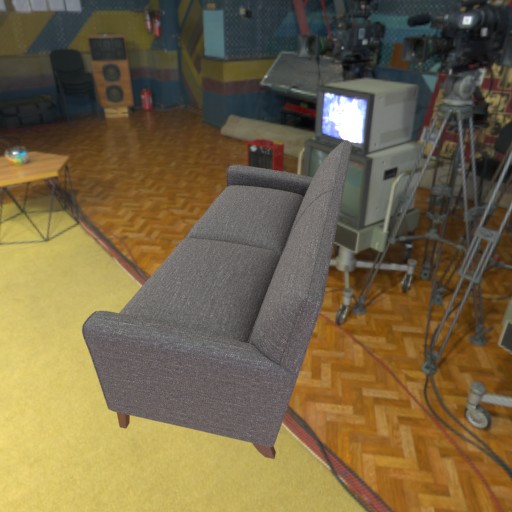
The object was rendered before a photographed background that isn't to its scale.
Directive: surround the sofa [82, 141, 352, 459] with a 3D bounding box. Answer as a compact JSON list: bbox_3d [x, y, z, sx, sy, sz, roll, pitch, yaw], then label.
[{"bbox_3d":[0.000,0.000,2.459,0.875,0.846,1.976,7,30,12],"label":"sofa"}]
